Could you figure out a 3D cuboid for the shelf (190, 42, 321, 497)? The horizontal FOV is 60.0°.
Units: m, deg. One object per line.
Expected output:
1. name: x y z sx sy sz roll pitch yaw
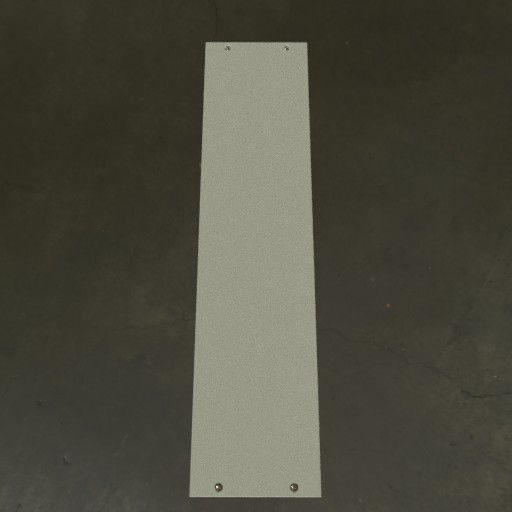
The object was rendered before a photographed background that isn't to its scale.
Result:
1. shelf: 0.000 0.000 0.662 0.150 0.170 0.610 0 76 0
